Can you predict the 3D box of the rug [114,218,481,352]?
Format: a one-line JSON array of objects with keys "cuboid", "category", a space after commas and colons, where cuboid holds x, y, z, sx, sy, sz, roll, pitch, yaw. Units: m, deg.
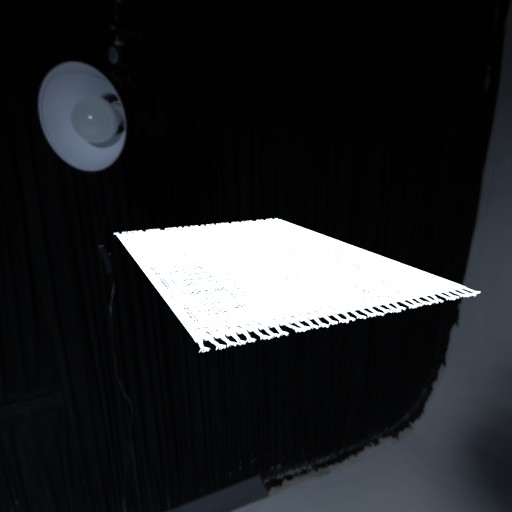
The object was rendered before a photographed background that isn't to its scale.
[{"cuboid": [0.000, 0.000, 2.414, 1.243, 0.013, 1.872, -7, 17, -24], "category": "rug"}]
